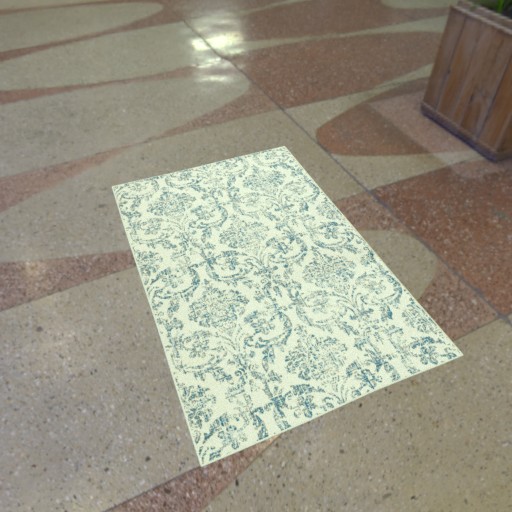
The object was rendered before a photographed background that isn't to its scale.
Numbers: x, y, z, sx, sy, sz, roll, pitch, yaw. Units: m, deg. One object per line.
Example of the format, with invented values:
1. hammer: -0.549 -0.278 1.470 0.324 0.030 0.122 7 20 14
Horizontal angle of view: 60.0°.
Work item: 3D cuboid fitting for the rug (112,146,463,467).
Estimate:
1. rug: 0.000 0.000 3.558 1.819 0.018 2.746 -17 48 -16
